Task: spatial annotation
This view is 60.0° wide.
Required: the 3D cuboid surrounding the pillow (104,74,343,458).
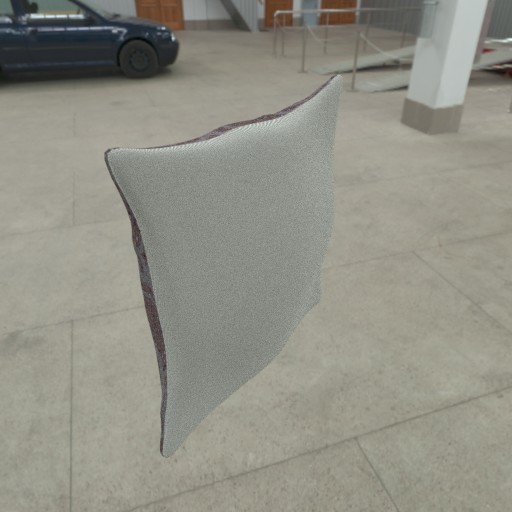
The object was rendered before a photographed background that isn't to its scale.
[{"bbox_3d":[0.000,0.000,0.755,0.163,0.513,0.514,21,38,29],"label":"pillow"}]
